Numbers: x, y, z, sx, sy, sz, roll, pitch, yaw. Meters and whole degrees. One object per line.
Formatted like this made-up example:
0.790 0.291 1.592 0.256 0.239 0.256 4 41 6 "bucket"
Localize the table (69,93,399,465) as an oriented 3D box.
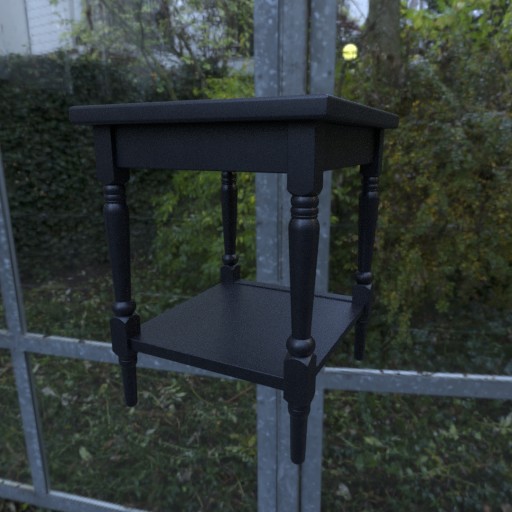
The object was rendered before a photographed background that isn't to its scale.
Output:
0.000 0.000 0.907 0.442 0.565 0.488 7 16 26 "table"
